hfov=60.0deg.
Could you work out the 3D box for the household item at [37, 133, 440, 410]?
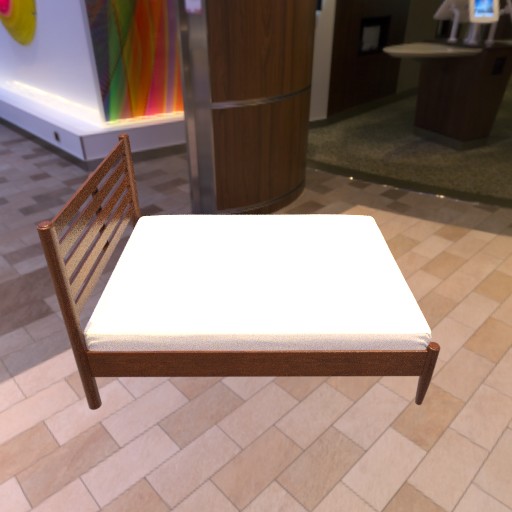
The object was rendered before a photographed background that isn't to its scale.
[{"bbox_3d":[0.000,0.000,3.278,2.232,1.356,1.663,0,31,0],"label":"household item"}]
